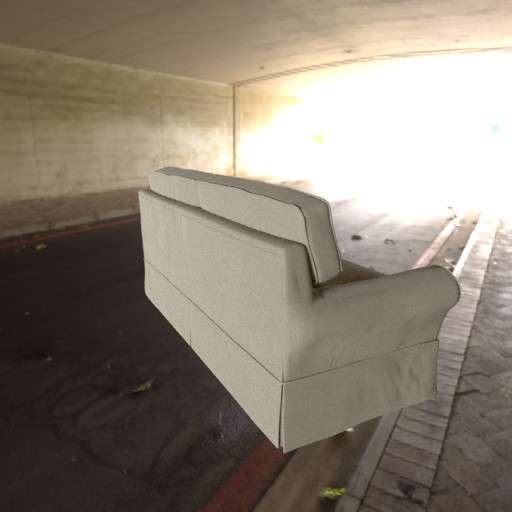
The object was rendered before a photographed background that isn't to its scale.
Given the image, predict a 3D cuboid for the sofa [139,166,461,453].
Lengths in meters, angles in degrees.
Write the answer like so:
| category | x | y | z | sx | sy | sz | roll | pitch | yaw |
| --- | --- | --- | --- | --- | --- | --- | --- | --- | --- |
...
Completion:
| category | x | y | z | sx | sy | sz | roll | pitch | yaw |
| --- | --- | --- | --- | --- | --- | --- | --- | --- | --- |
| sofa | 0.000 | 0.000 | 2.702 | 0.900 | 1.014 | 2.246 | -8 | 16 | -27 |
